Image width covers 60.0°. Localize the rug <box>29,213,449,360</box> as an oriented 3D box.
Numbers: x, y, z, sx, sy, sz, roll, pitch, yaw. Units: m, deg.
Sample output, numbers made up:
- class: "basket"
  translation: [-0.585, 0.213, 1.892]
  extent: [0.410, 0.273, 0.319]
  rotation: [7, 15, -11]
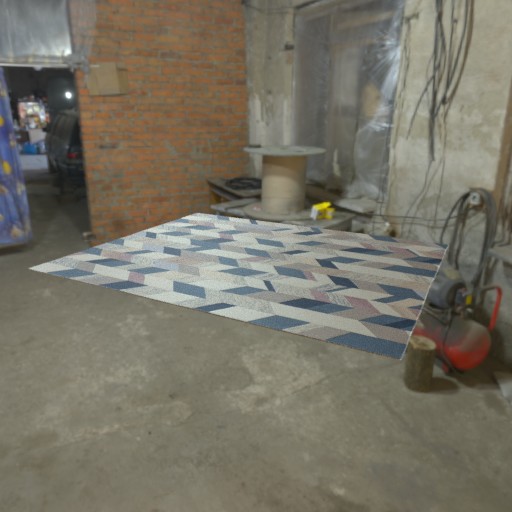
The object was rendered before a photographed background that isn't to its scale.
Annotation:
- class: "rug"
  translation: [0.000, 0.000, 4.082]
  extent: [3.072, 0.011, 2.451]
  rotation: [9, 20, 27]
